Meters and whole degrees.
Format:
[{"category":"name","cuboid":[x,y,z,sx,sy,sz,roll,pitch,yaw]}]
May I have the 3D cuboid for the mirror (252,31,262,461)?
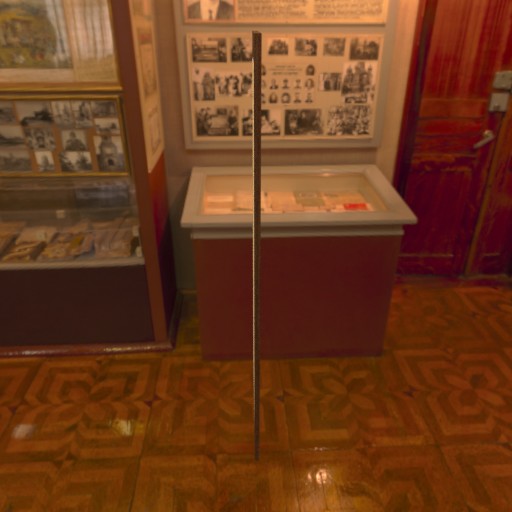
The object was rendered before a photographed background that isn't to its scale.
[{"category":"mirror","cuboid":[0.000,0.000,2.251,0.025,2.032,0.812,0,27,-1]}]
